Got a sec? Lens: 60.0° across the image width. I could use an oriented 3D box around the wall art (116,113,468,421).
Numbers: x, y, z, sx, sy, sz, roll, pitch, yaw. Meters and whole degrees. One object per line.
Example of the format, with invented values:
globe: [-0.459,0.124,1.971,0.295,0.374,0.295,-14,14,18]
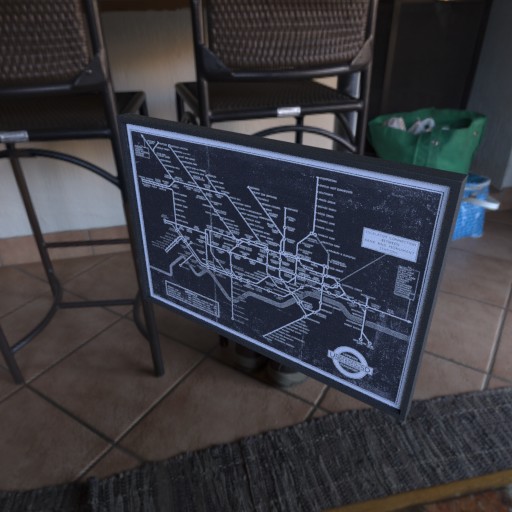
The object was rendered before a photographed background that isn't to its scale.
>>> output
wall art: [0.000,0.000,0.570,0.443,0.301,0.021,19,35,30]
